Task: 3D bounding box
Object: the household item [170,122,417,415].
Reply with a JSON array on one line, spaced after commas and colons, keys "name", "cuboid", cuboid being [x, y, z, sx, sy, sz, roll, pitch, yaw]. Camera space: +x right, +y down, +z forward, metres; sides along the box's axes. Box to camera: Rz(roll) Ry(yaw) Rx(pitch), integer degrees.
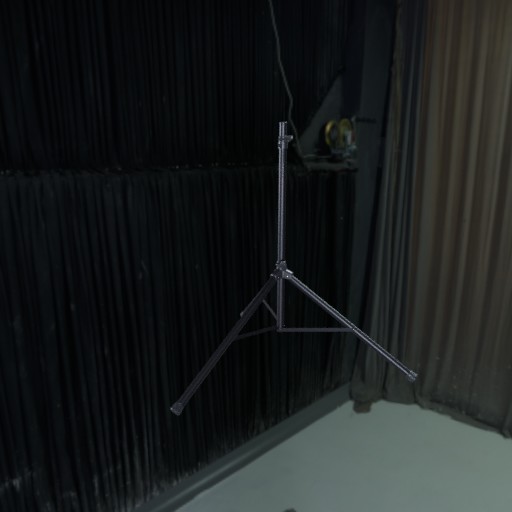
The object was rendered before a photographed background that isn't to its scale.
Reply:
[{"name": "household item", "cuboid": [0.000, 0.000, 2.729, 1.339, 1.595, 1.596, -13, 19, -43]}]
